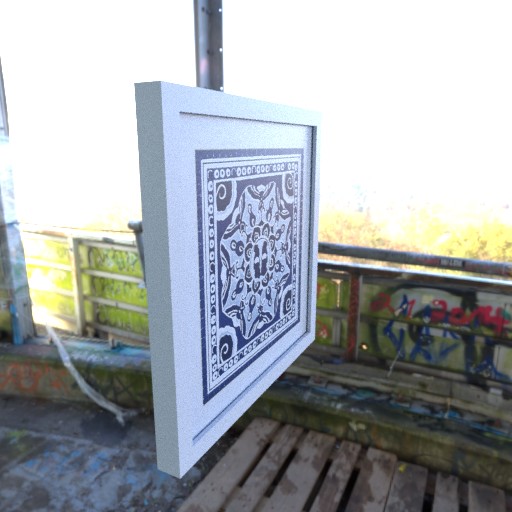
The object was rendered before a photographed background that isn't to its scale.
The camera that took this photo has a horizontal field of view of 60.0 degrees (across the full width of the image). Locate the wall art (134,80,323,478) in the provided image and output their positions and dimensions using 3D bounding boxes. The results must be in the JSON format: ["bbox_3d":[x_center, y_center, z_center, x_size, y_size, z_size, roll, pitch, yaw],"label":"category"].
[{"bbox_3d":[0.000,0.000,0.535,0.027,0.355,0.355,7,16,27],"label":"wall art"}]
